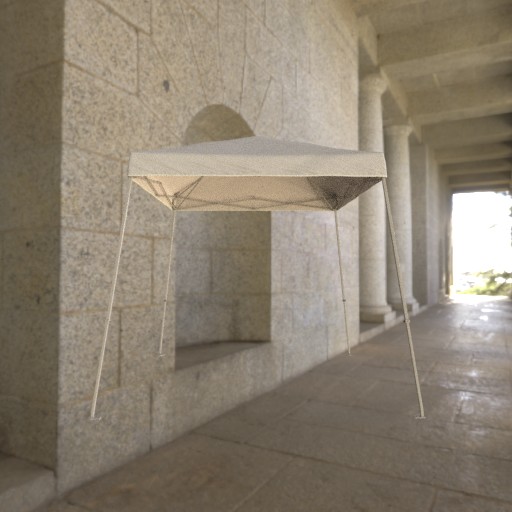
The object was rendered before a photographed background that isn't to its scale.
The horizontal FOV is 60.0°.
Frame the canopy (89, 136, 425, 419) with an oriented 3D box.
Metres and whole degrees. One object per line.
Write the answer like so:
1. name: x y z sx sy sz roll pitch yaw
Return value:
1. canopy: 0.000 0.000 6.602 3.600 3.600 3.599 0 -2 -1
